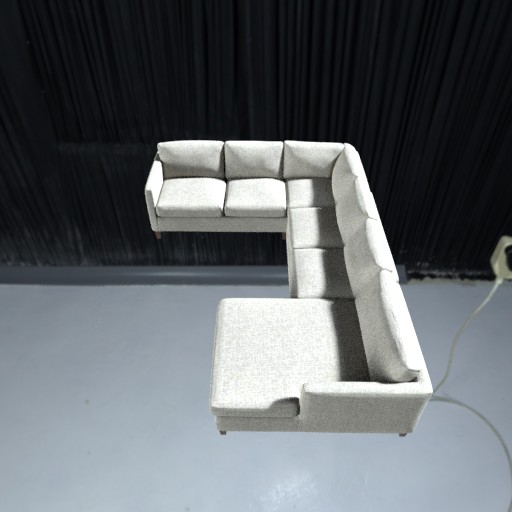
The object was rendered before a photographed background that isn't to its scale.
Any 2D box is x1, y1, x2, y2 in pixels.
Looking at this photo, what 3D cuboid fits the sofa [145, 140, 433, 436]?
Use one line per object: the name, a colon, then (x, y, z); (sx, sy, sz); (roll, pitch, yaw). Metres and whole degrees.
sofa: (0.000, 0.000, 4.563); (2.593, 0.959, 3.460); (0, 43, 0)
